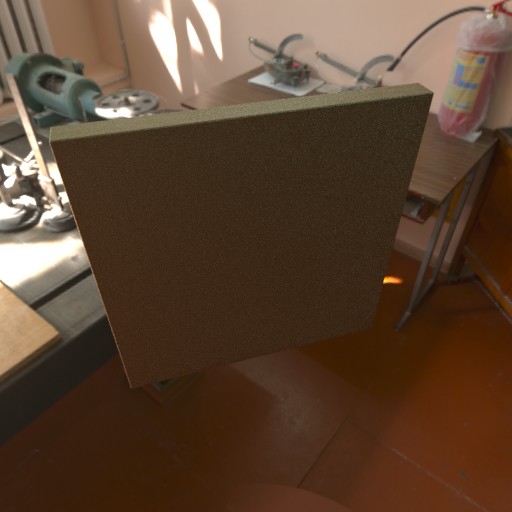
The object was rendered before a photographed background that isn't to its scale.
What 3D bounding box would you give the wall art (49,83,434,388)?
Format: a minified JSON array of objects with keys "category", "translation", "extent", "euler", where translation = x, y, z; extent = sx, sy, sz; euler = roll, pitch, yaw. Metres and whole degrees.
[{"category":"wall art","translation":[0.000,0.000,0.739],"extent":[0.503,0.506,0.040],"euler":[-11,42,-13]}]
